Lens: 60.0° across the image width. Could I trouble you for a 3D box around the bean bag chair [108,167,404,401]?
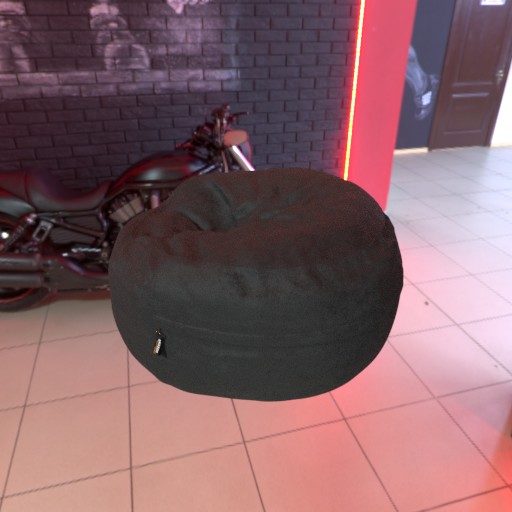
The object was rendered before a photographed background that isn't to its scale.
[{"bbox_3d":[0.000,0.000,2.383,1.525,0.751,1.525,0,28,0],"label":"bean bag chair"}]
